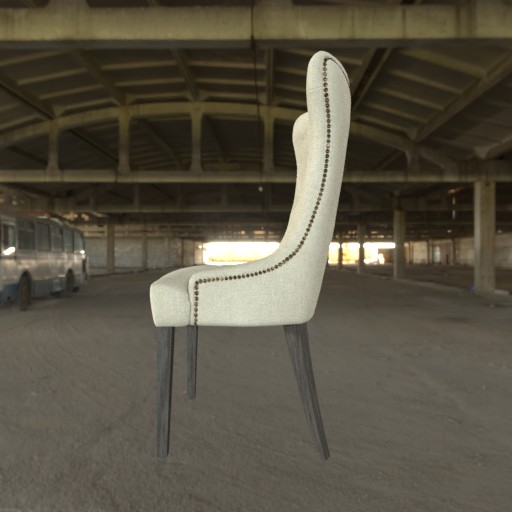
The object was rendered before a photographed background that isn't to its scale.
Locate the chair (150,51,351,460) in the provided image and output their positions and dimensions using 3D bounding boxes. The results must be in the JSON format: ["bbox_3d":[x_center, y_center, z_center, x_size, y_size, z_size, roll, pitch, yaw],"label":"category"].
[{"bbox_3d":[0.000,0.000,1.413,0.590,1.065,0.584,0,0,1],"label":"chair"}]
